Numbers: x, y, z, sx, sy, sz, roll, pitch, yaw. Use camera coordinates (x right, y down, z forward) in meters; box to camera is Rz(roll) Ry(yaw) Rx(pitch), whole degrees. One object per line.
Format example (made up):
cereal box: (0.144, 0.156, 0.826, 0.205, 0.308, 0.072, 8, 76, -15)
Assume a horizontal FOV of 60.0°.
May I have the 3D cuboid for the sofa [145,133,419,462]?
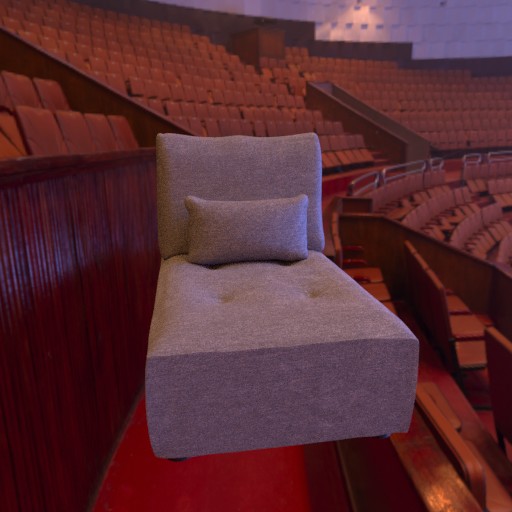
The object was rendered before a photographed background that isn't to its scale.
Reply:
sofa: (0.000, 0.000, 1.530, 0.700, 0.820, 1.000, -3, 16, -9)
